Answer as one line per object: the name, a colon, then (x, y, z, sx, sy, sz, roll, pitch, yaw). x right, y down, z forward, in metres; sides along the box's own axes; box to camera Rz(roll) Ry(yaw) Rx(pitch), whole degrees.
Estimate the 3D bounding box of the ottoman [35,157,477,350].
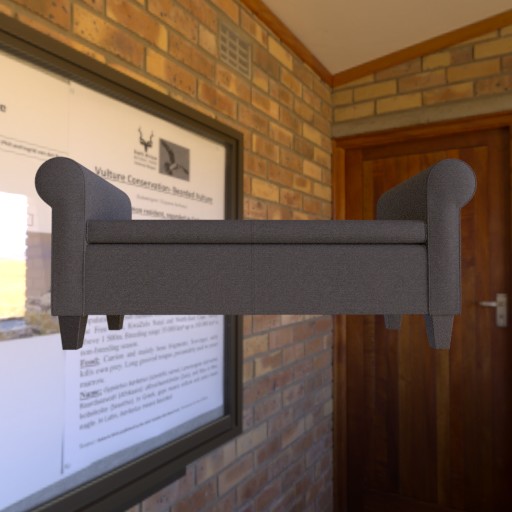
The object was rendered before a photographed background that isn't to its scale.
ottoman: (0.000, 0.000, 1.501, 1.256, 0.547, 0.521, 0, -2, -1)
